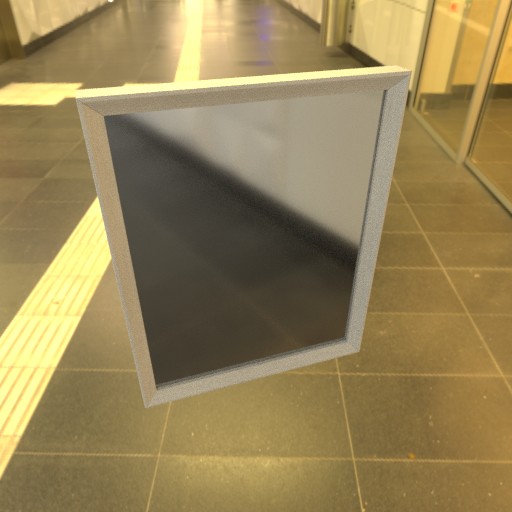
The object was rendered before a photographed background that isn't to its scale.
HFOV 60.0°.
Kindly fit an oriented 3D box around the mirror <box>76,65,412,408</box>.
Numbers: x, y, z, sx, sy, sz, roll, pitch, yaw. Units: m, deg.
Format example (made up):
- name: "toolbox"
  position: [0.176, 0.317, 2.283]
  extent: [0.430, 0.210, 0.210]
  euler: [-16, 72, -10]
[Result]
- name: "mirror"
  position: [0.000, 0.000, 0.670]
  extent: [0.406, 0.509, 0.041]
  euler: [-11, 36, -15]
